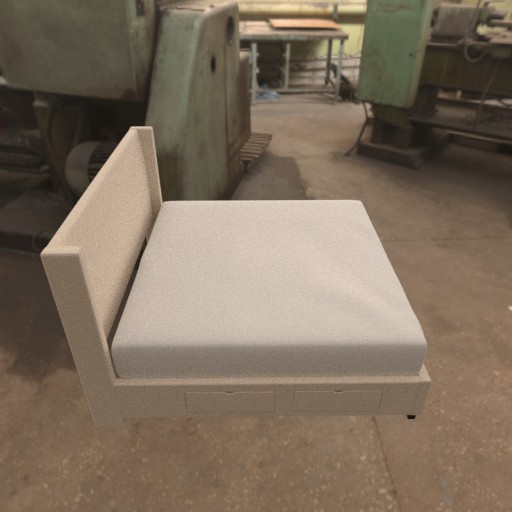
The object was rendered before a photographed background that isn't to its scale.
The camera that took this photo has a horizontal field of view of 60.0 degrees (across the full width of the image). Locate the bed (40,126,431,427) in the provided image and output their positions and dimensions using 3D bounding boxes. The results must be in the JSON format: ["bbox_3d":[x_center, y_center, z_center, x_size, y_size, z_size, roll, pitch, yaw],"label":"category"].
[{"bbox_3d":[0.000,0.000,3.605,2.293,1.471,2.145,0,34,-1],"label":"bed"}]
